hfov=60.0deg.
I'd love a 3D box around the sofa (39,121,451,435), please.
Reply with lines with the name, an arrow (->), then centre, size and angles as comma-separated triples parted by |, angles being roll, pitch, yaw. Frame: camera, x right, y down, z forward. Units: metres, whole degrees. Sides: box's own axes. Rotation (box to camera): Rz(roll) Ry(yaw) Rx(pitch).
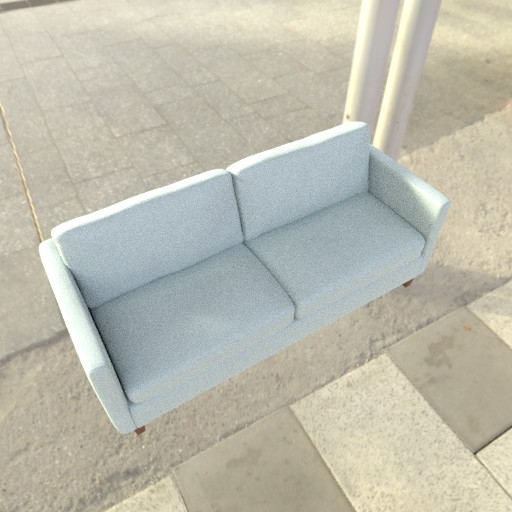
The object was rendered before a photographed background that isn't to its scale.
sofa -> 0.000, 0.000, 2.687 | 2.208, 0.965, 0.951 | -24, 51, -21
